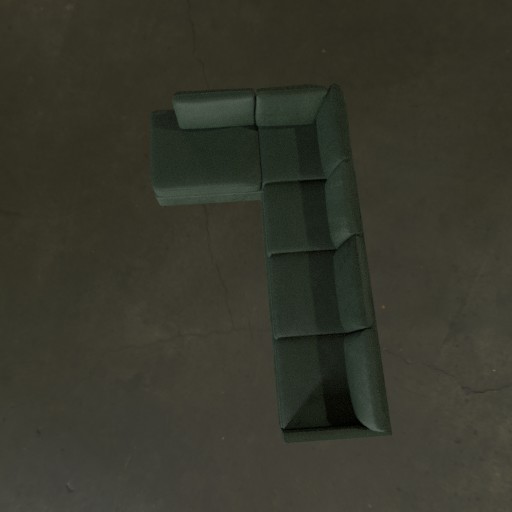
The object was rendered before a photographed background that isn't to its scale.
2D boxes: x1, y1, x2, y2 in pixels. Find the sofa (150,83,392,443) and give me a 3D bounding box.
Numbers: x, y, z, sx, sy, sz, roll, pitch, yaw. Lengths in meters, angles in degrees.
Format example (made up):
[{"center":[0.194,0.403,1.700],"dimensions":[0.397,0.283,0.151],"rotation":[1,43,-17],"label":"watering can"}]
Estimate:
[{"center":[0.000,0.000,4.347],"dimensions":[2.048,0.996,3.384],"rotation":[-4,74,-1],"label":"sofa"}]
